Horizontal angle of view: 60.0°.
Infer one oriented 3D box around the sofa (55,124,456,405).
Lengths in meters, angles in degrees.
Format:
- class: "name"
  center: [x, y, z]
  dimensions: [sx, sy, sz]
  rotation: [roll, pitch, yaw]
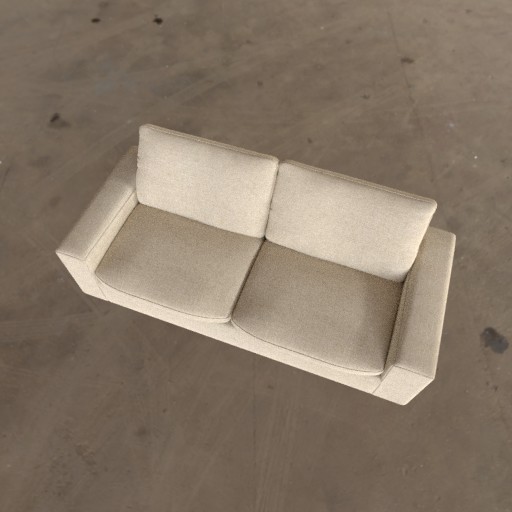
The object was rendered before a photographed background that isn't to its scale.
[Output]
- class: "sofa"
  center: [0.000, 0.000, 2.810]
  dimensions: [2.299, 0.922, 1.040]
  rotation: [17, 59, 11]
